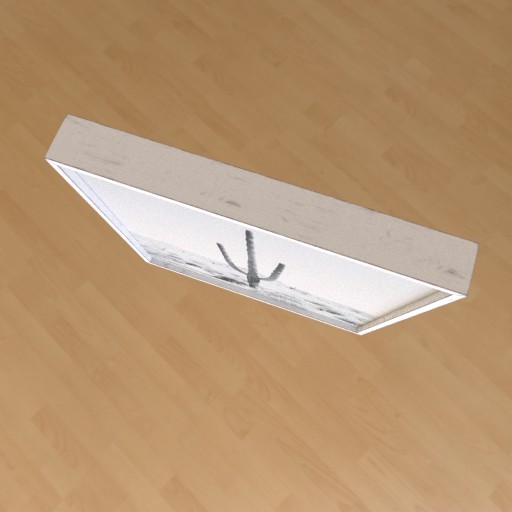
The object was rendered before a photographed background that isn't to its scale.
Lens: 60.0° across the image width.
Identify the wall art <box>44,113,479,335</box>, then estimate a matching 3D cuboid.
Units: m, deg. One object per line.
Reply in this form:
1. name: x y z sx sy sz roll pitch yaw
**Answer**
1. wall art: 0.000 0.000 0.453 0.305 0.305 0.038 18 76 5
